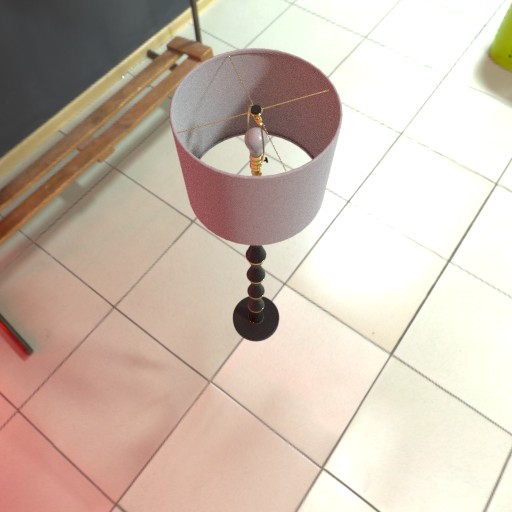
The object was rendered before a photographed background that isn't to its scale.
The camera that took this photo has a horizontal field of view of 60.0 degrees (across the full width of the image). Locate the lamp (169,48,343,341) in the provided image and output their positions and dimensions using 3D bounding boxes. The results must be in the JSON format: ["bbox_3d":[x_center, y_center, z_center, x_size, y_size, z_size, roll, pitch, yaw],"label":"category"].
[{"bbox_3d":[0.000,0.000,1.638,0.381,1.480,0.381,-19,65,-9],"label":"lamp"}]
